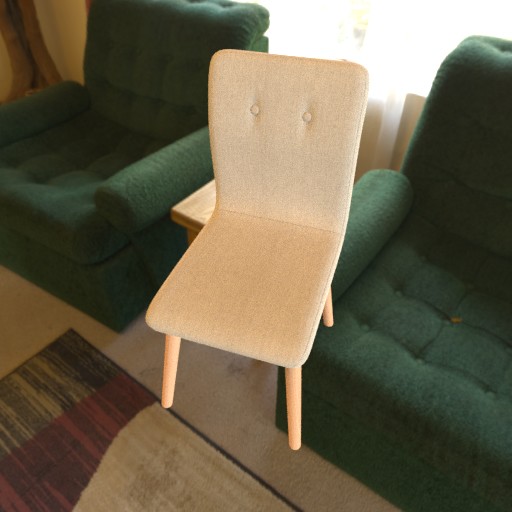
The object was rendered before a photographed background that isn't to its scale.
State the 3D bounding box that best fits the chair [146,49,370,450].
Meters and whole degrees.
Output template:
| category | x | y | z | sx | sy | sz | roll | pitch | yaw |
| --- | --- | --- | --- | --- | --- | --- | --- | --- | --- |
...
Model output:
| category | x | y | z | sx | sy | sz | roll | pitch | yaw |
| --- | --- | --- | --- | --- | --- | --- | --- | --- | --- |
| chair | 0.000 | 0.000 | 1.192 | 0.435 | 0.885 | 0.550 | 12 | 43 | 14 |
